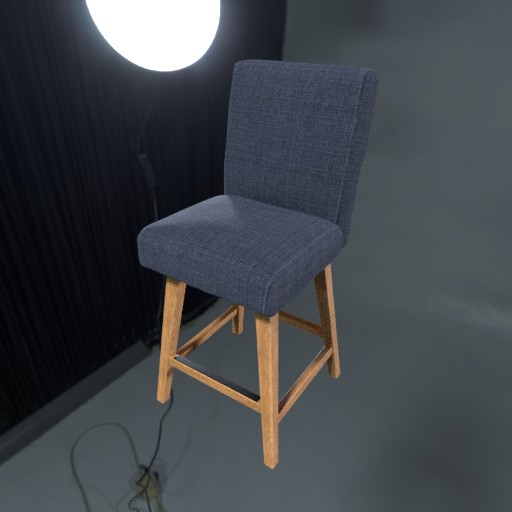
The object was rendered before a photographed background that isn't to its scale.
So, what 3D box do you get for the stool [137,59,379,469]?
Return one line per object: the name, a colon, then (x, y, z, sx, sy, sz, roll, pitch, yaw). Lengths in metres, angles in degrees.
stool: (0.000, 0.000, 1.306, 0.459, 1.010, 0.526, 18, 34, 29)
